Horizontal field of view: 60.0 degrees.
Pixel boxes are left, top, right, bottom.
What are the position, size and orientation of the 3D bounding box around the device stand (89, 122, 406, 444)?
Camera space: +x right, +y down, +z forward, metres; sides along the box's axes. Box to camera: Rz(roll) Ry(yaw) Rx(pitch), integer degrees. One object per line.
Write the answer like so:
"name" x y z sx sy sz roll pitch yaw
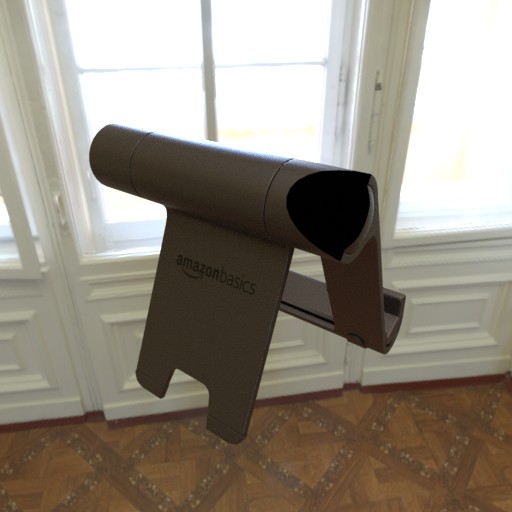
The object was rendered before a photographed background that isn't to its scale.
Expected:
"device stand" 0.000 0.000 0.151 0.088 0.084 0.079 20 35 31
